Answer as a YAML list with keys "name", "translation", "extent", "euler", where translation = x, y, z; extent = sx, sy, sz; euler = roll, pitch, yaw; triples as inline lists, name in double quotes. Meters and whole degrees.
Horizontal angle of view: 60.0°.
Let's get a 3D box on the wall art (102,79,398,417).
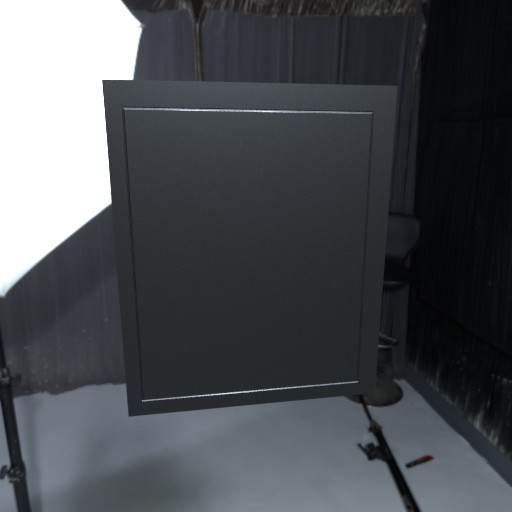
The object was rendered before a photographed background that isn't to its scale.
- name: "wall art"
  translation: [0.000, 0.000, 0.765]
  extent: [0.461, 0.558, 0.031]
  euler: [-2, 14, -9]
